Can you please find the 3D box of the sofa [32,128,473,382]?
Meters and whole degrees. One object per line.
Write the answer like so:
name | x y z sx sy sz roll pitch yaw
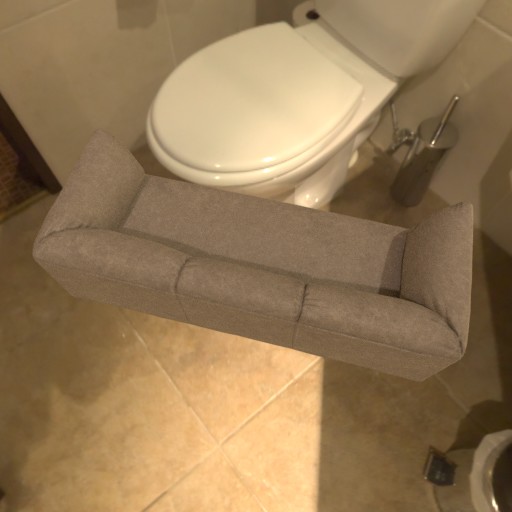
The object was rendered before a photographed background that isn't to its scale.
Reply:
sofa | 0.000 0.000 2.621 2.238 0.758 0.899 13 64 6
